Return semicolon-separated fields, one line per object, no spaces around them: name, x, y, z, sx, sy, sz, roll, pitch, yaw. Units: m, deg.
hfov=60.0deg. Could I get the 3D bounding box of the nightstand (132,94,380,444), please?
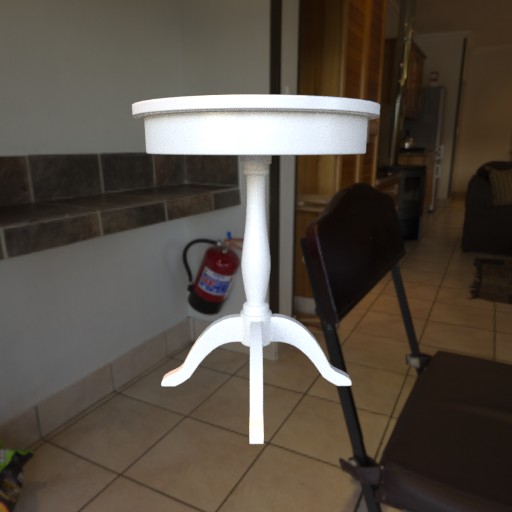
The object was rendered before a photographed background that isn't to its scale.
nightstand;0.000;0.000;1.026;0.513;0.653;0.513;2;14;9
